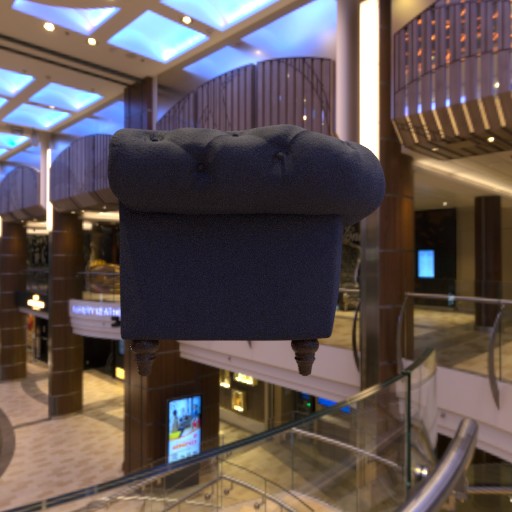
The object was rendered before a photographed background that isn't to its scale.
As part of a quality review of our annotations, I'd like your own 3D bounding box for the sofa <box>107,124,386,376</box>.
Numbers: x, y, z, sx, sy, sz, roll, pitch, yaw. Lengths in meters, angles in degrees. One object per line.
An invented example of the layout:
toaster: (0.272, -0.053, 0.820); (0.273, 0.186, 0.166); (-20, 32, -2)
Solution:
sofa: (0.000, 0.000, 2.065); (1.032, 0.878, 1.405); (0, 0, -1)
